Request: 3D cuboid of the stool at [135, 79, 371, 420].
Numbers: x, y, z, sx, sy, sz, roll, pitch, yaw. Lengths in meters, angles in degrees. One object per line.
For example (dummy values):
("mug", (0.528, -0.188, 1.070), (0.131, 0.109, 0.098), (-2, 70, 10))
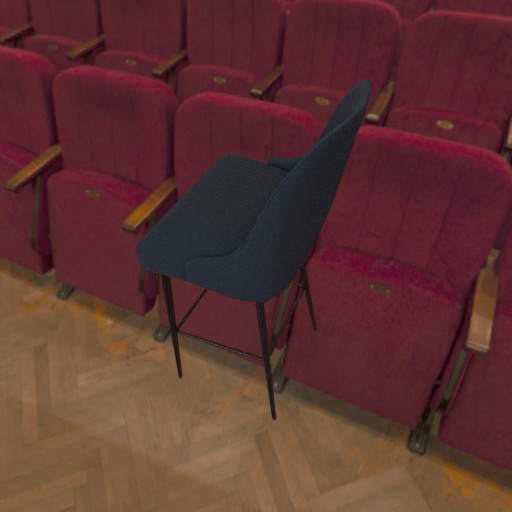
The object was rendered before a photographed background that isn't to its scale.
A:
("stool", (0.000, 0.000, 1.351), (0.489, 1.079, 0.527), (19, 48, 18))
